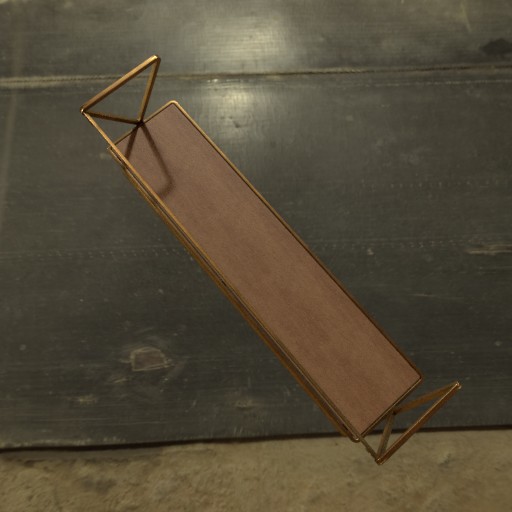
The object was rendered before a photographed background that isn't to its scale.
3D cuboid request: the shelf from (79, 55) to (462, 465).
[{"bbox_3d":[0.000,0.000,0.724,0.150,0.229,0.645,-40,79,-9],"label":"shelf"}]
